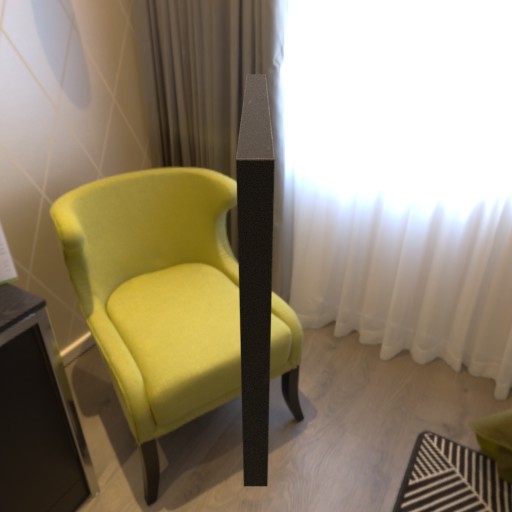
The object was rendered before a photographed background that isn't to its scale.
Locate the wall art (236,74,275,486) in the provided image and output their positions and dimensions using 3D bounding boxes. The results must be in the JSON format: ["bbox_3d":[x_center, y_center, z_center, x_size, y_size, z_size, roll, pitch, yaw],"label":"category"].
[{"bbox_3d":[0.000,0.000,0.755,0.036,0.506,0.506,0,31,0],"label":"wall art"}]
